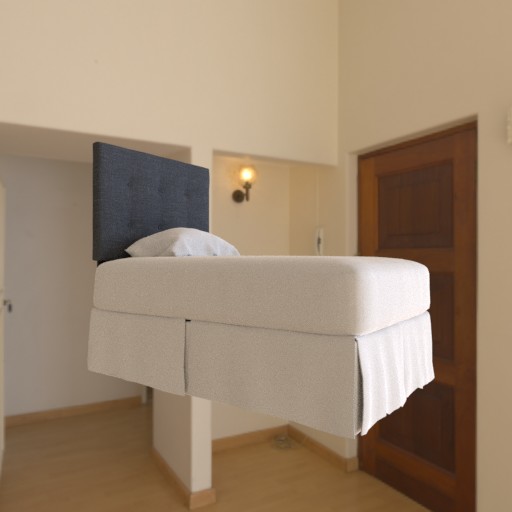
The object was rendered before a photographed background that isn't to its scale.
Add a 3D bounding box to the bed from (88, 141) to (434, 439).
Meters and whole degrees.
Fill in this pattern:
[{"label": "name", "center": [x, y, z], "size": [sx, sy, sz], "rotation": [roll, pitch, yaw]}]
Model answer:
[{"label": "bed", "center": [0.000, 0.000, 2.927], "size": [1.997, 1.571, 1.261], "rotation": [0, 0, 36]}]
